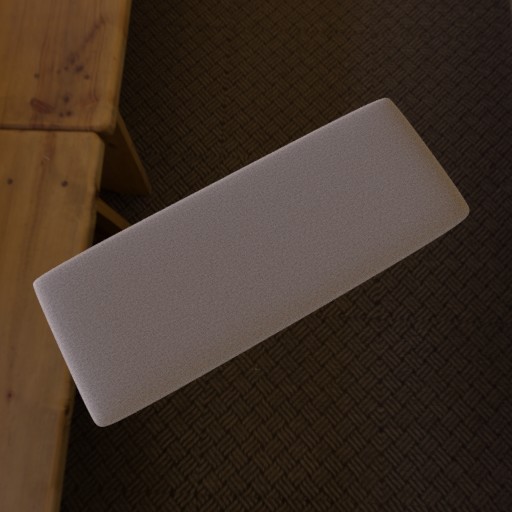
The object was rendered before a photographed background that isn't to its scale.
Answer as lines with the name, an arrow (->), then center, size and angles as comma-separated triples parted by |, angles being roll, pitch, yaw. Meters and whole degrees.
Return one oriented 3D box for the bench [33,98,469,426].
bench -> 0.000, 0.000, 1.831 | 1.598, 0.383, 0.631 | -29, 77, -7
